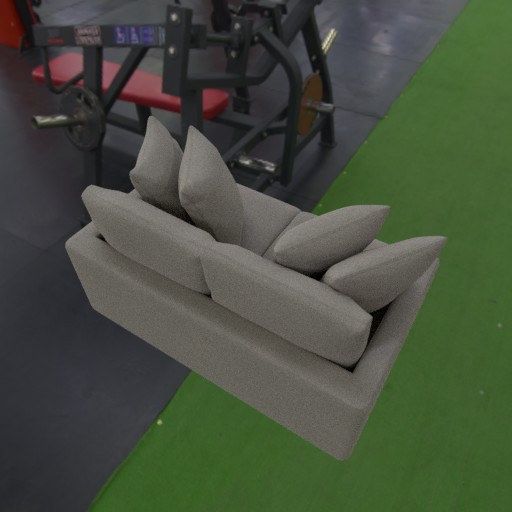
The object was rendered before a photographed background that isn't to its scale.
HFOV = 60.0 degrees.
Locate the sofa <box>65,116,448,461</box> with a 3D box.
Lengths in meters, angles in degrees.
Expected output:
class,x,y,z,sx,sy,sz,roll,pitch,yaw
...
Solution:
class,x,y,z,sx,sy,sz,roll,pitch,yaw
sofa,0.000,0.000,2.612,1.869,1.080,1.228,25,52,22
